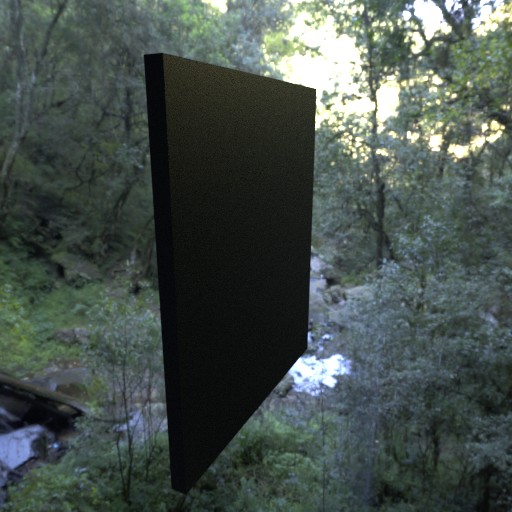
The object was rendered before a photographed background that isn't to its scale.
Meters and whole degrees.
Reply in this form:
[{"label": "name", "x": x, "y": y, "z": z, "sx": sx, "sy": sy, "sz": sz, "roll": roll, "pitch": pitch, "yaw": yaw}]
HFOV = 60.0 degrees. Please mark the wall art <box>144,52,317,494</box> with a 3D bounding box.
[{"label": "wall art", "x": 0.000, "y": 0.000, "z": 0.669, "sx": 0.023, "sy": 0.505, "sz": 0.428, "roll": 8, "pitch": 18, "yaw": 26}]
